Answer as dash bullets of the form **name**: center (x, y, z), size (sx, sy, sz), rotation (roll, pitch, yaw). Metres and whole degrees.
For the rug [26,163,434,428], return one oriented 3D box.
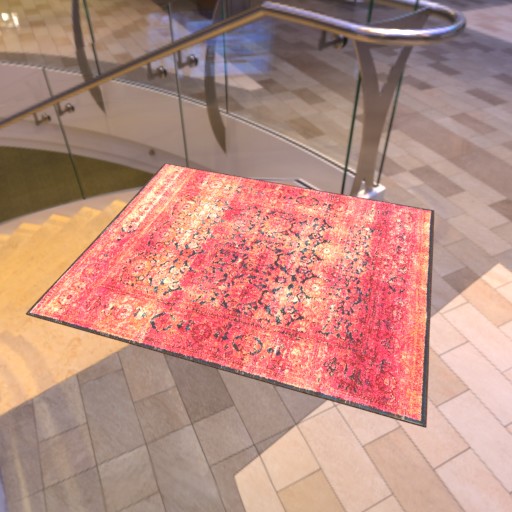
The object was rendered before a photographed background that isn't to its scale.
- **rug**: center (0.000, 0.000, 3.986), size (3.032, 0.020, 2.411), rotation (12, 44, 13)
